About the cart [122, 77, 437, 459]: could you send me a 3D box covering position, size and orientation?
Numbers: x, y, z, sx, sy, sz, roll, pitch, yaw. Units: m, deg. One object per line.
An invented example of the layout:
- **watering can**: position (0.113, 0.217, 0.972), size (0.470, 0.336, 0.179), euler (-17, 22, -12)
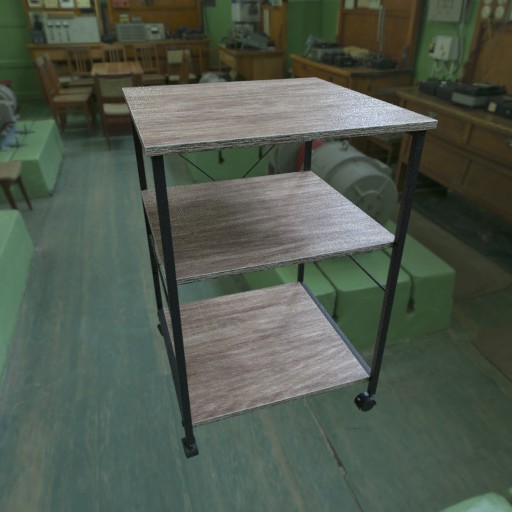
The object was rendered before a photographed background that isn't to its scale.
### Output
- **cart**: position (0.000, 0.000, 1.137), size (0.521, 0.762, 0.520), euler (-9, 32, -16)
